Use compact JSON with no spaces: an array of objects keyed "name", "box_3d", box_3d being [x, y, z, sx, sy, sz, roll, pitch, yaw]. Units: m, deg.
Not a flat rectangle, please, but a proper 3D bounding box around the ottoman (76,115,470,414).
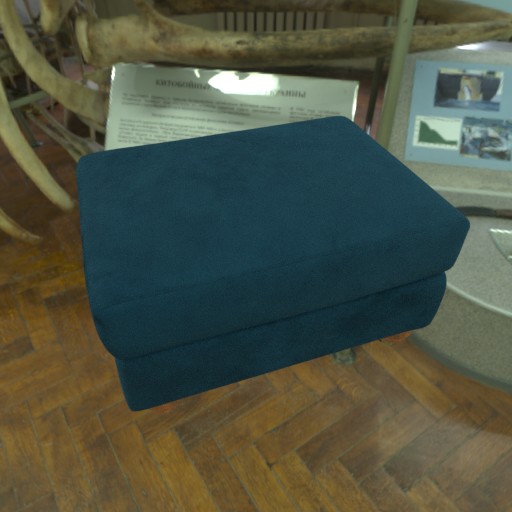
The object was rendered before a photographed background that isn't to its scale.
[{"name":"ottoman","box_3d":[0.000,0.000,1.129,0.773,0.503,0.572,-13,42,-14]}]
